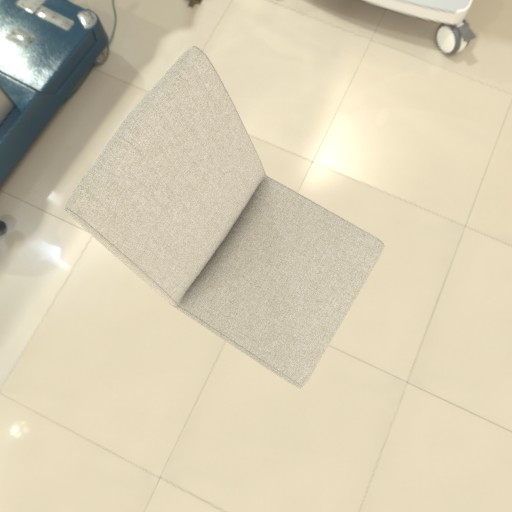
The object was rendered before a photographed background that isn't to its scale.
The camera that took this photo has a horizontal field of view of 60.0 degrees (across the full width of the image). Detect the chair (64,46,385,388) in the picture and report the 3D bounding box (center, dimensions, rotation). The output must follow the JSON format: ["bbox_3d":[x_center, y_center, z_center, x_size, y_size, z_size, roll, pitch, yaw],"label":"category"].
[{"bbox_3d":[0.000,0.000,1.229,0.594,0.900,0.480,31,77,8],"label":"chair"}]
